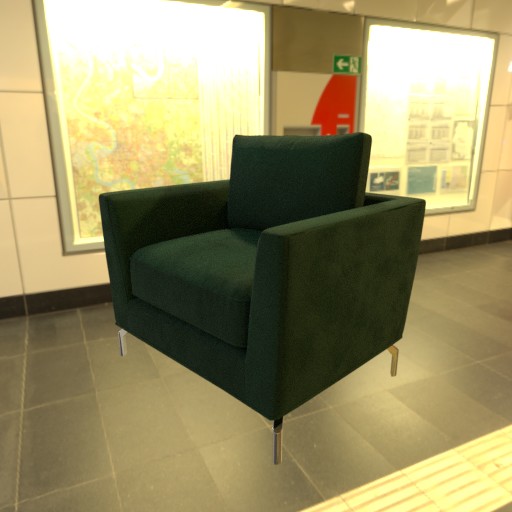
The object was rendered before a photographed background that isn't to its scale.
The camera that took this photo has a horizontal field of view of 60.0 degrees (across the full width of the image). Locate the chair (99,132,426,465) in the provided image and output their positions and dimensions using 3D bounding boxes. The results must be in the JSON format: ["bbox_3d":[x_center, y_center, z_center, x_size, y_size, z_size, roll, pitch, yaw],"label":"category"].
[{"bbox_3d":[0.000,0.000,1.850,0.852,0.997,1.047,-15,22,-43],"label":"chair"}]
